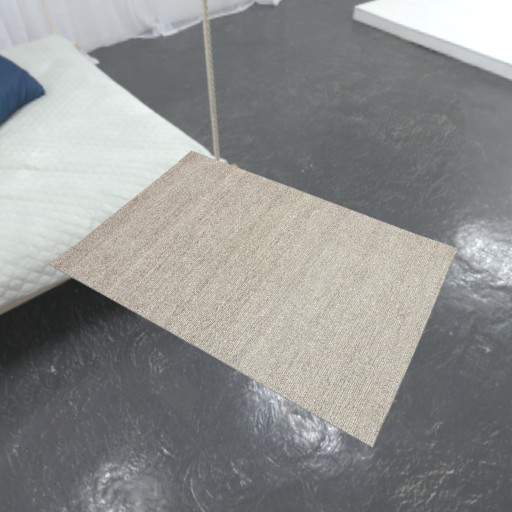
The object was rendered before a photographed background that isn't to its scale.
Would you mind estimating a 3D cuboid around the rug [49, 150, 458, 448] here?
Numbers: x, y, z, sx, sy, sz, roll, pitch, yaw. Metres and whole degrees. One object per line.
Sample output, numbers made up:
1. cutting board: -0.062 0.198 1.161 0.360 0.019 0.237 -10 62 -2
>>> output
1. rug: 0.000 0.000 3.055 2.342 0.030 1.609 24 51 21
